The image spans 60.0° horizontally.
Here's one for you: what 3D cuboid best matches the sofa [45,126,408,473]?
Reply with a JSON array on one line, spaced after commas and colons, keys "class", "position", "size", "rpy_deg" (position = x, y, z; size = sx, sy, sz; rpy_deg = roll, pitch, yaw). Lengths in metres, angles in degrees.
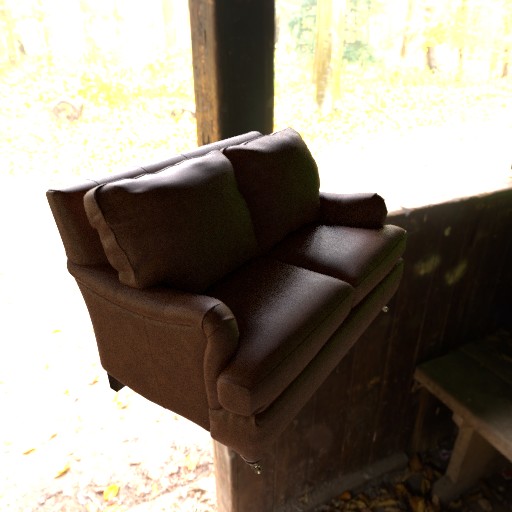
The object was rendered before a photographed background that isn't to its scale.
[{"class": "sofa", "position": [0.000, 0.000, 2.171], "size": [1.077, 1.004, 1.527], "rpy_deg": [18, 32, 31]}]
